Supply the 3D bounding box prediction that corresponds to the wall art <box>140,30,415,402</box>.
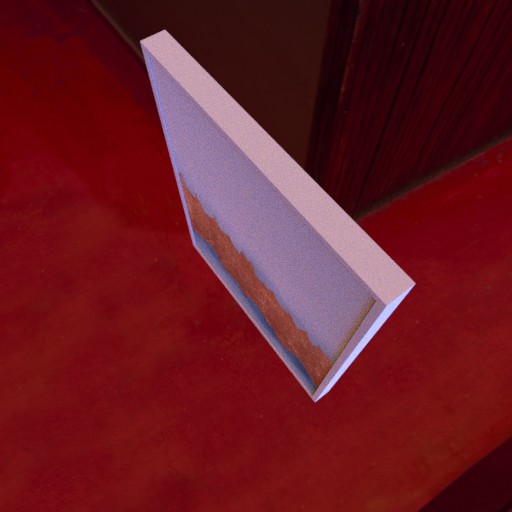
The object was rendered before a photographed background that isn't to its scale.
[{"bbox_3d":[0.000,0.000,0.740,0.039,0.553,0.451,-34,68,-16],"label":"wall art"}]
